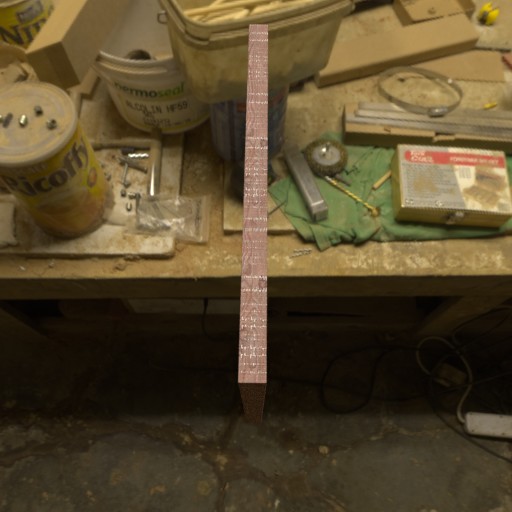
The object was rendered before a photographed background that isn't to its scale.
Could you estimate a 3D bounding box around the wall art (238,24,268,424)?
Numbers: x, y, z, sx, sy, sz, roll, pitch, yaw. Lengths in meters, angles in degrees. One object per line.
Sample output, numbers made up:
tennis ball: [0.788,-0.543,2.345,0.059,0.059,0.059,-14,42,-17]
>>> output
wall art: [0.000,0.000,0.804,0.029,0.531,0.531,1,65,0]
